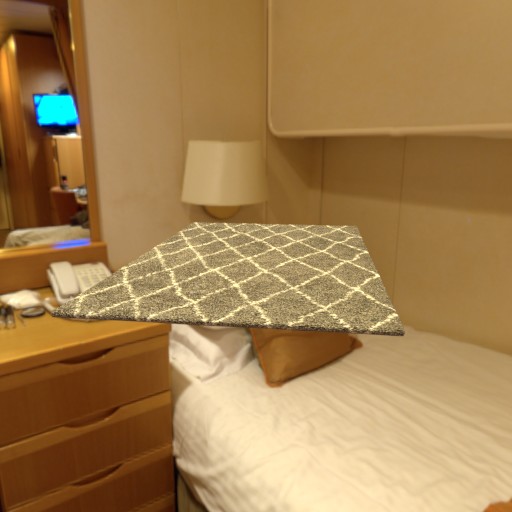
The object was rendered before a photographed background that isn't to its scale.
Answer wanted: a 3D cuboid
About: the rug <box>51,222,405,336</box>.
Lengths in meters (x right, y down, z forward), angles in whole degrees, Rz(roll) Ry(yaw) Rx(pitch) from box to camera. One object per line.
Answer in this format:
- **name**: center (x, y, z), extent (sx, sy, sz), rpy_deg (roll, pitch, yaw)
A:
- **rug**: center (0.000, 0.000, 3.485), extent (1.778, 0.030, 2.743), rpy_deg (2, 14, 8)
